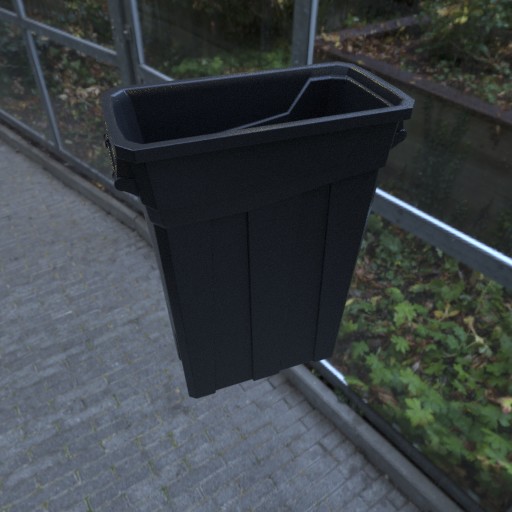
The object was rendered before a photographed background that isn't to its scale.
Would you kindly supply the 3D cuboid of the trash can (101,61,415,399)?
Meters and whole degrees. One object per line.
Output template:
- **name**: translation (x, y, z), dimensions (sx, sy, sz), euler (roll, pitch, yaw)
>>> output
- **trash can**: translation (0.000, 0.000, 1.058), dimensions (0.559, 0.762, 0.281), euler (-13, 42, -15)
